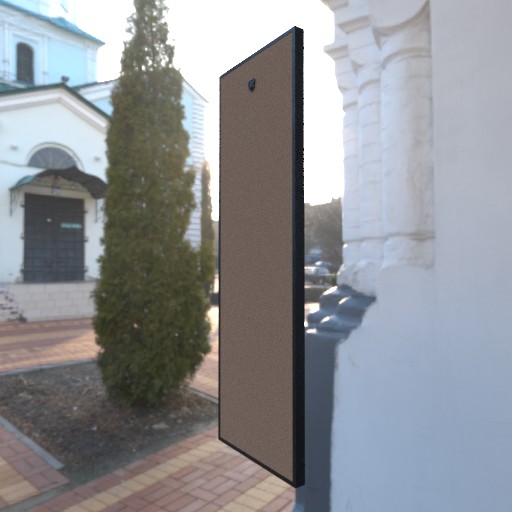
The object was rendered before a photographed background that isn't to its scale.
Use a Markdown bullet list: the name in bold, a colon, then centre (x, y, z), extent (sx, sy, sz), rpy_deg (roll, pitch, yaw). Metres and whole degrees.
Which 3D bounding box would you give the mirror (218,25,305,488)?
- **mirror**: centre (0.000, 0.000, 1.176), extent (0.042, 1.080, 0.354), rpy_deg (1, -1, -35)
